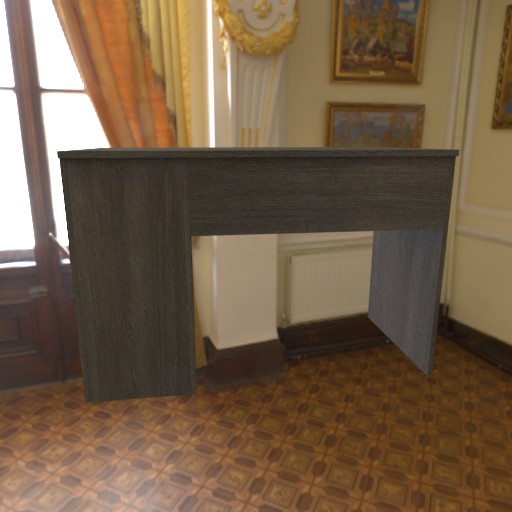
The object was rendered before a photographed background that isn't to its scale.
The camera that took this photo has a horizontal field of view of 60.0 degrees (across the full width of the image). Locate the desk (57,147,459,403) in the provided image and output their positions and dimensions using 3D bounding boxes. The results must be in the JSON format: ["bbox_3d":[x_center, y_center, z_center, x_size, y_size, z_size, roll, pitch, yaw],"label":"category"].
[{"bbox_3d":[0.000,0.000,1.548,1.096,0.730,0.560,-2,15,-8],"label":"desk"}]
